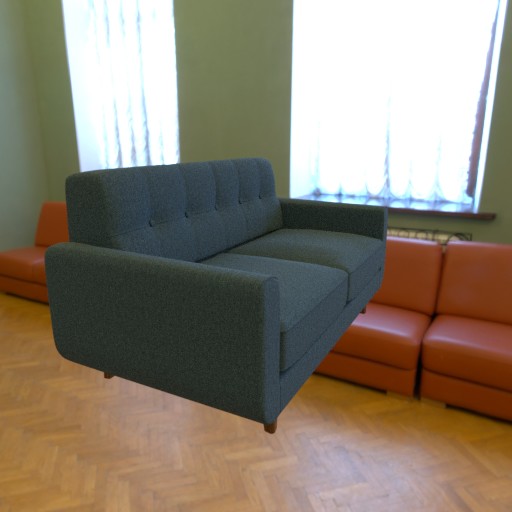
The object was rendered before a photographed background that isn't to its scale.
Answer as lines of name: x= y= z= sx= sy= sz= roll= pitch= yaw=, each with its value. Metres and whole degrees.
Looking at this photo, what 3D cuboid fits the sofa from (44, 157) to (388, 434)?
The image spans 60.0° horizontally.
sofa: x=0.000 y=0.000 z=2.169 sx=0.942 sy=0.896 sz=1.651 roll=8 pitch=17 yaw=27
